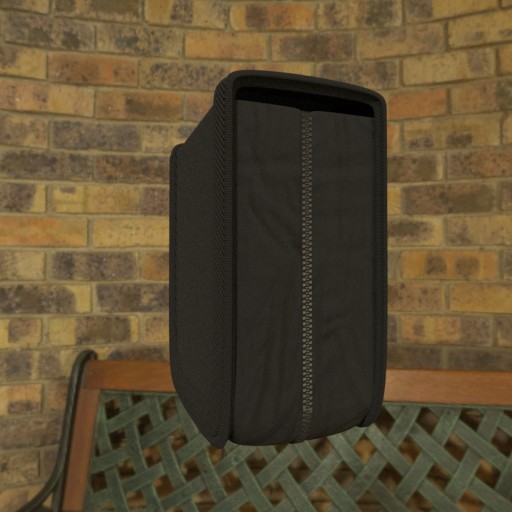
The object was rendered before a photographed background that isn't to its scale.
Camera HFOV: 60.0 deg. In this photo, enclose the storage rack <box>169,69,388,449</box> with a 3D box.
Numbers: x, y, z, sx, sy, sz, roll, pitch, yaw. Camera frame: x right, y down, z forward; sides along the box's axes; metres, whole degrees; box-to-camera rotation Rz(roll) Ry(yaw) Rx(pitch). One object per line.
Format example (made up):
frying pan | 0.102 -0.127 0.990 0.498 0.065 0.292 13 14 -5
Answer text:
storage rack | 0.000 0.000 0.538 0.168 0.387 0.297 0 -1 -20
